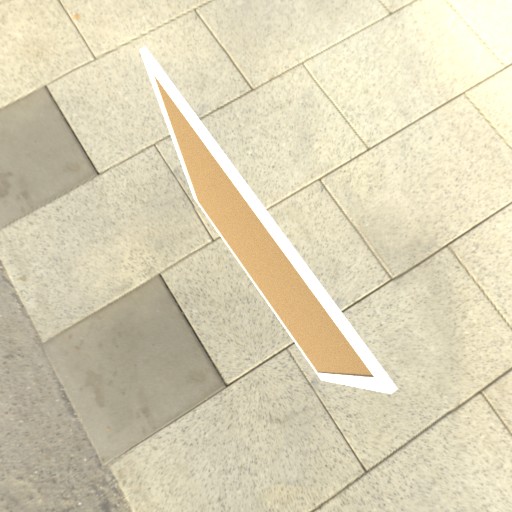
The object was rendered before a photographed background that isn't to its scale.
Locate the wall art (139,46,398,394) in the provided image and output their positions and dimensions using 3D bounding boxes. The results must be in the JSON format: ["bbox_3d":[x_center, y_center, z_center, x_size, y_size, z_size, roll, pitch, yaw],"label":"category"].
[{"bbox_3d":[0.000,0.000,1.212,0.015,0.812,0.812,-34,78,-8],"label":"wall art"}]
